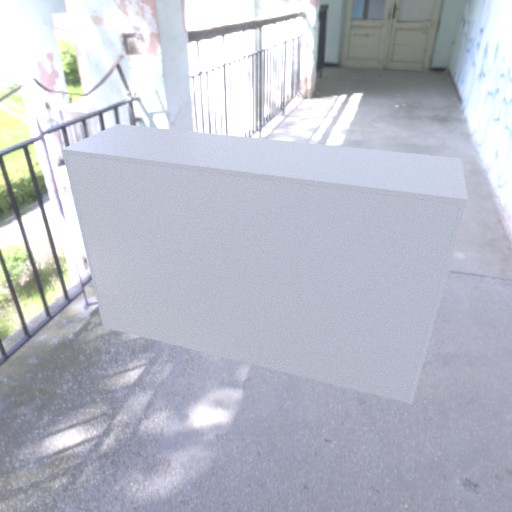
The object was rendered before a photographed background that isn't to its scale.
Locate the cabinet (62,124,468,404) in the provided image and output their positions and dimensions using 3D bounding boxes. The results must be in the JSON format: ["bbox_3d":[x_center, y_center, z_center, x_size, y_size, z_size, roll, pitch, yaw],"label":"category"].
[{"bbox_3d":[0.000,0.000,1.896,1.450,0.900,0.380,10,33,16],"label":"cabinet"}]
